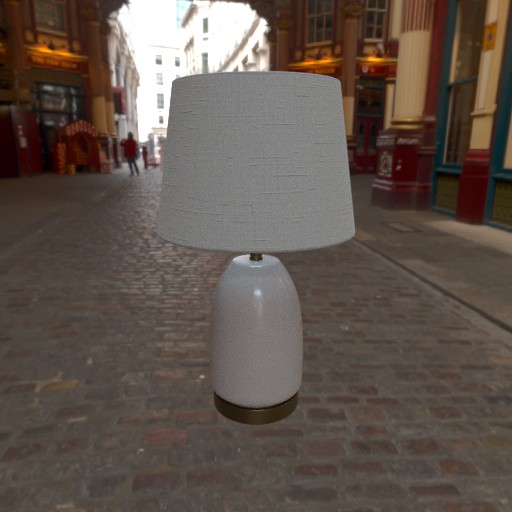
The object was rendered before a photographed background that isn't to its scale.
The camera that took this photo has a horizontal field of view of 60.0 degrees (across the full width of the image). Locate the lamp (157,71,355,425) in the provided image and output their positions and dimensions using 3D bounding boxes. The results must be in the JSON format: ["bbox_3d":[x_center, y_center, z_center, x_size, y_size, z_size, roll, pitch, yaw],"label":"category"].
[{"bbox_3d":[0.000,0.000,0.662,0.285,0.483,0.285,0,15,0],"label":"lamp"}]
